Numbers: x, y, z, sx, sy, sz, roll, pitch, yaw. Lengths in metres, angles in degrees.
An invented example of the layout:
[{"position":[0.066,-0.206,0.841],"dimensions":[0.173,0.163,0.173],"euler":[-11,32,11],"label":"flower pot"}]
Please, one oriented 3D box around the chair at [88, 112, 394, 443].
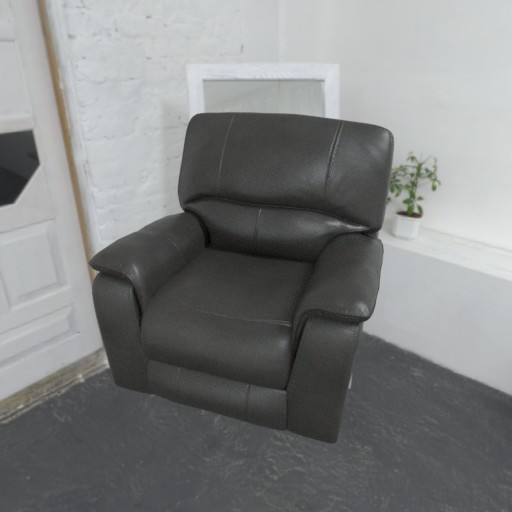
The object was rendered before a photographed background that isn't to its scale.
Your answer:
[{"position":[0.000,0.000,1.978],"dimensions":[1.096,1.109,1.087],"euler":[9,28,17],"label":"chair"}]
